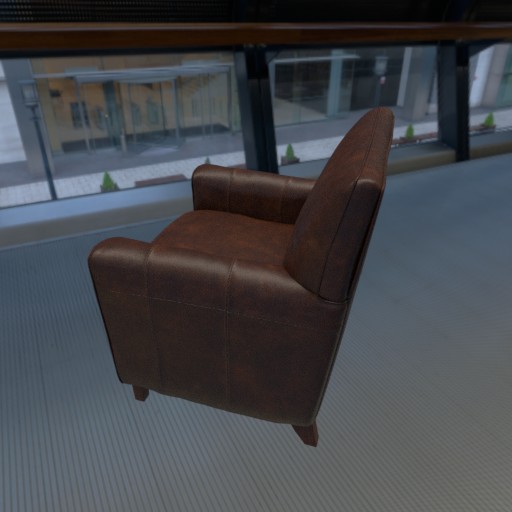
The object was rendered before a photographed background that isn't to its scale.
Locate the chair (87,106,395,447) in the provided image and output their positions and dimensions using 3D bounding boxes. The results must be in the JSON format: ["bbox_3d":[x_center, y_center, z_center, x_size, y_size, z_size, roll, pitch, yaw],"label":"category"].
[{"bbox_3d":[0.000,0.000,1.605,0.823,0.943,0.870,9,31,15],"label":"chair"}]
